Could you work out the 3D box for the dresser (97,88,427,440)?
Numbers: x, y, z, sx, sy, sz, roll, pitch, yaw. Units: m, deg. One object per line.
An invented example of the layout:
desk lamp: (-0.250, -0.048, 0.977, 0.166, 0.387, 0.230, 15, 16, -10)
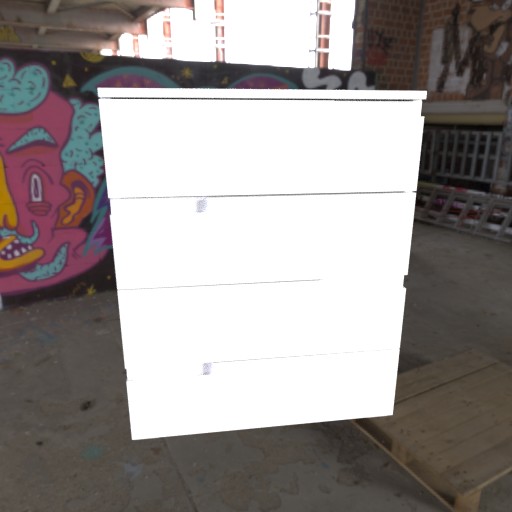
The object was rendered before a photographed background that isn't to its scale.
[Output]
dresser: (0.000, 0.000, 1.169, 0.650, 0.800, 0.400, -2, 17, -8)
